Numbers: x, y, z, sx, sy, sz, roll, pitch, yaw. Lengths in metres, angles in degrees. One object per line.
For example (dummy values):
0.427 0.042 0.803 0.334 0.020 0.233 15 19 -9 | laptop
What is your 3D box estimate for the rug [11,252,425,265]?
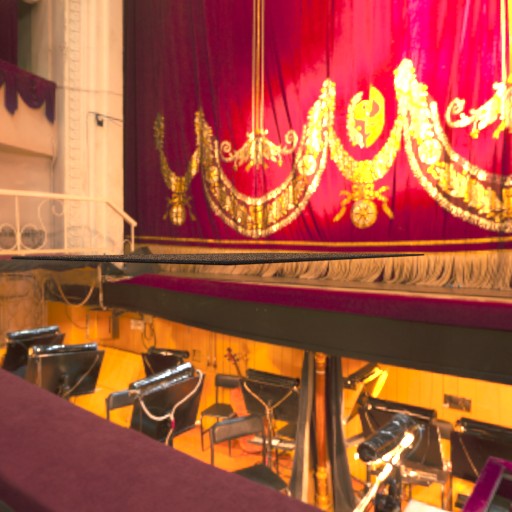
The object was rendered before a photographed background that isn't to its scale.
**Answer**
0.000 0.000 2.951 1.526 0.015 2.441 1 1 36 | rug
